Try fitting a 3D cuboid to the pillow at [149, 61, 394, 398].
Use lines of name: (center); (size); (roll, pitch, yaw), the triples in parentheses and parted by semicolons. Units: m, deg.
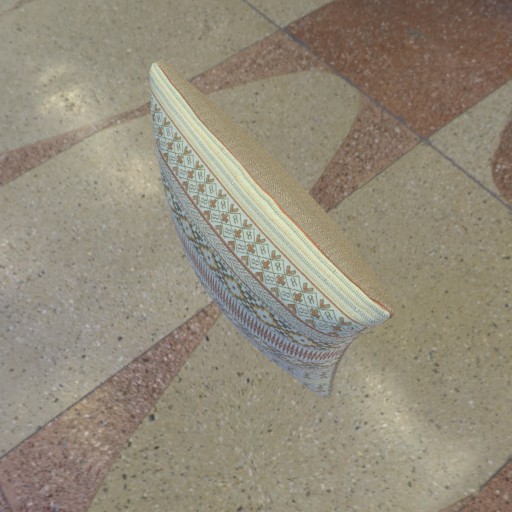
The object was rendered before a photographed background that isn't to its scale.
pillow: (0.000, 0.000, 0.806); (0.215, 0.519, 0.521); (-34, 68, -16)
